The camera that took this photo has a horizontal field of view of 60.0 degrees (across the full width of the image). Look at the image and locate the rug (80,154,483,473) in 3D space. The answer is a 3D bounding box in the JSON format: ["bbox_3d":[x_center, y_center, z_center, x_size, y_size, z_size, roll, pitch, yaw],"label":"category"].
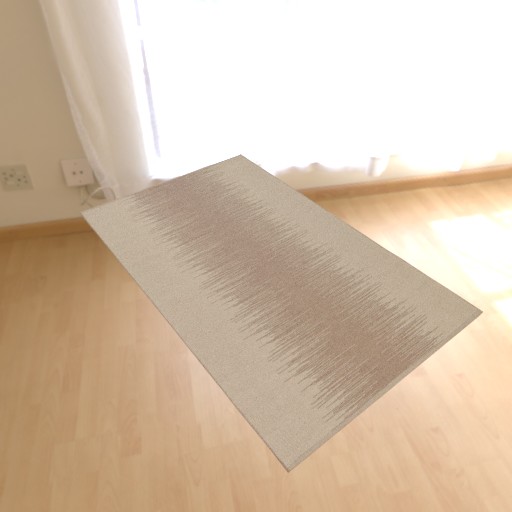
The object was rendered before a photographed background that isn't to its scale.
[{"bbox_3d":[0.000,0.000,2.998,1.522,0.012,2.440,-27,48,-27],"label":"rug"}]
